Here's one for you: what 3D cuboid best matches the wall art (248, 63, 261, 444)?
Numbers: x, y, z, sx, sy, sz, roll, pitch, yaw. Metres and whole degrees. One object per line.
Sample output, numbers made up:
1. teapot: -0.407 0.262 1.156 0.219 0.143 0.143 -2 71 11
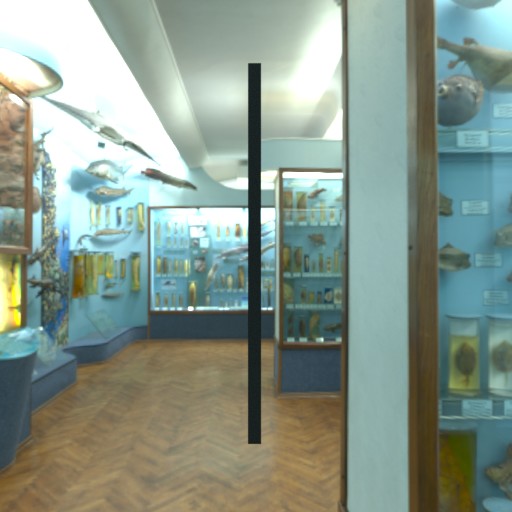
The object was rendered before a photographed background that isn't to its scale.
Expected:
1. wall art: 0.000 0.000 1.242 0.026 0.656 0.958 0 -1 1
